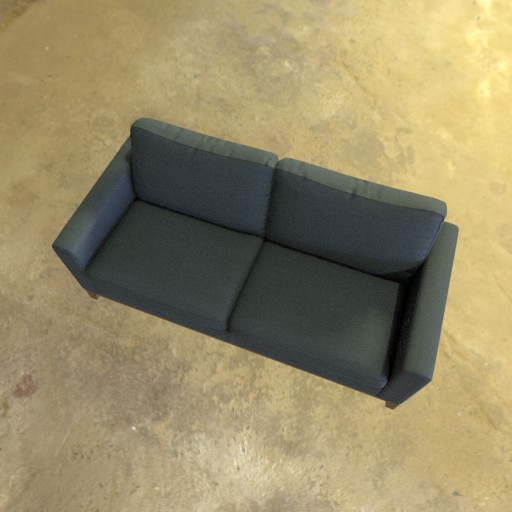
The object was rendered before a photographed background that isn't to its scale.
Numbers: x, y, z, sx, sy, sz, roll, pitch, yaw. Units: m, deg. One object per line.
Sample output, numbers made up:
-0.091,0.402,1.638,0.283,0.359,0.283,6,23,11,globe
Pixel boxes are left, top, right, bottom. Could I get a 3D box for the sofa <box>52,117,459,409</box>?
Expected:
0.000,0.000,2.365,1.900,0.865,0.877,18,62,10,sofa
